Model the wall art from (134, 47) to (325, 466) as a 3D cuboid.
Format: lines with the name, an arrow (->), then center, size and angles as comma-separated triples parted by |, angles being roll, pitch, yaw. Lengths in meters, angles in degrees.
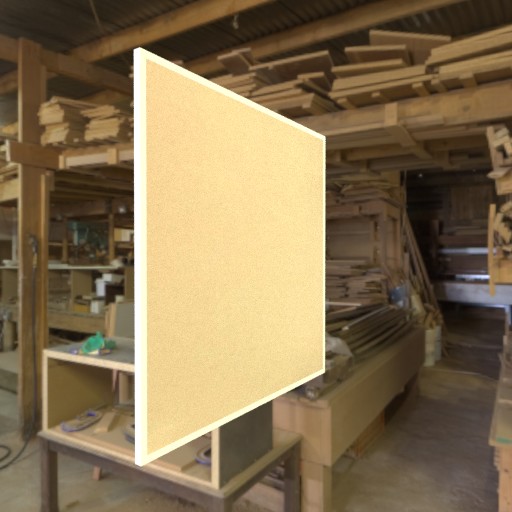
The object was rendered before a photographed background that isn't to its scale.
wall art -> 0.000, 0.000, 0.822 | 0.012, 0.557, 0.557 | 0, 1, 35
